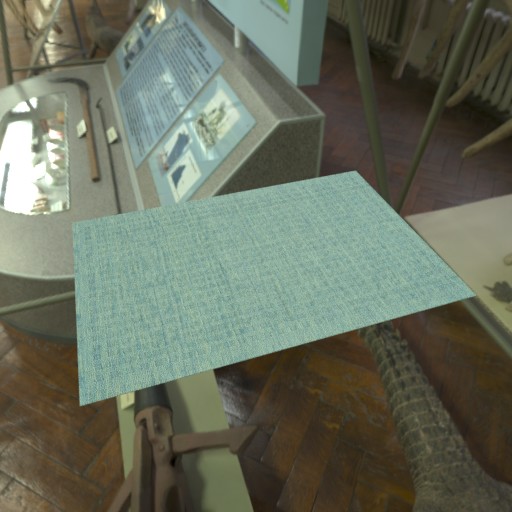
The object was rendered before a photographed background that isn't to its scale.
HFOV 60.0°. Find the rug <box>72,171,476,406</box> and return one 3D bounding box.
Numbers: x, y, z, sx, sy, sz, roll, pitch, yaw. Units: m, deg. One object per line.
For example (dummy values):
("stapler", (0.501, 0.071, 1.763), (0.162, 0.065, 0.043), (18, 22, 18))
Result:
("rug", (0.000, 0.000, 2.934), (2.286, 0.006, 1.522), (-13, 43, -14))
